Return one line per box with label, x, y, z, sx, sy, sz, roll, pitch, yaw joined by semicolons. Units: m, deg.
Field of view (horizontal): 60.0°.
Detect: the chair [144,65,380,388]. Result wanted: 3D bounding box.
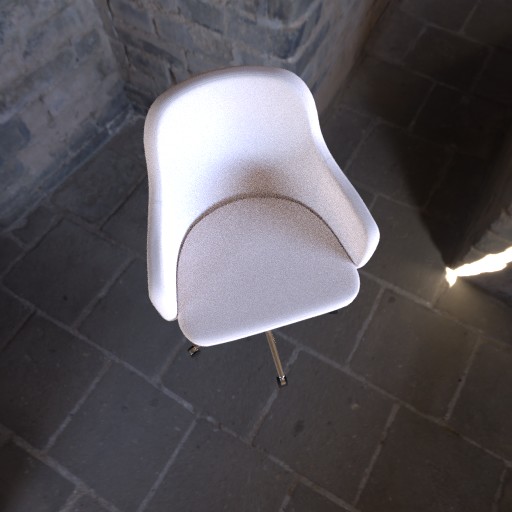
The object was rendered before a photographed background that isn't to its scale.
chair;0.000;0.000;1.299;0.602;0.819;0.647;-15;65;-7
